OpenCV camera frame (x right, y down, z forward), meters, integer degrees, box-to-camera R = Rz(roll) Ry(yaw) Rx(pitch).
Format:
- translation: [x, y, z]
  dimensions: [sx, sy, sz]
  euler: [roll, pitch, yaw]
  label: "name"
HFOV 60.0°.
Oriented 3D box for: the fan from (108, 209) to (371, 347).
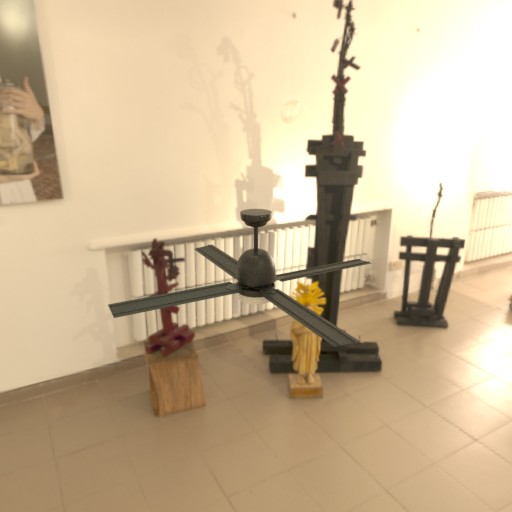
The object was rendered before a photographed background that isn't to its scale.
- translation: [0.000, 0.000, 2.027]
  dimensions: [1.319, 0.410, 1.319]
  euler: [-10, 20, -28]
  label: "fan"
